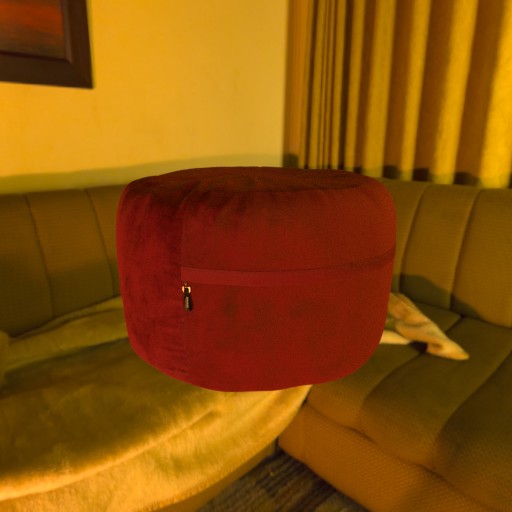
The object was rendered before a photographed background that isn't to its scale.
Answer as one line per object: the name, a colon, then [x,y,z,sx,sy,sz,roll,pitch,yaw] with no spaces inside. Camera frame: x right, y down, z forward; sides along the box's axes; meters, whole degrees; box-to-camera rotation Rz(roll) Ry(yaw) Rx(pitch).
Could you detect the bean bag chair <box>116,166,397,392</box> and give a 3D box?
bean bag chair: [0.000,0.000,2.034,1.219,0.762,1.219,0,16,0]
